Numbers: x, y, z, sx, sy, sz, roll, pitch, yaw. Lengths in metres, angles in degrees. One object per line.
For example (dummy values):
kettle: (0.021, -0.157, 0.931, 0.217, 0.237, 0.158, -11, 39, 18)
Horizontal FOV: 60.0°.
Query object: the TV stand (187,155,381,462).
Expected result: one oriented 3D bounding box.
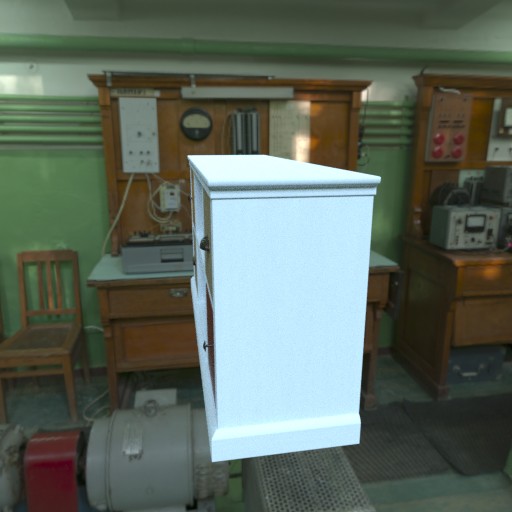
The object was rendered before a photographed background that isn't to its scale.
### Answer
TV stand: (0.000, 0.000, 1.503, 0.424, 0.624, 1.187, -3, 15, -10)
